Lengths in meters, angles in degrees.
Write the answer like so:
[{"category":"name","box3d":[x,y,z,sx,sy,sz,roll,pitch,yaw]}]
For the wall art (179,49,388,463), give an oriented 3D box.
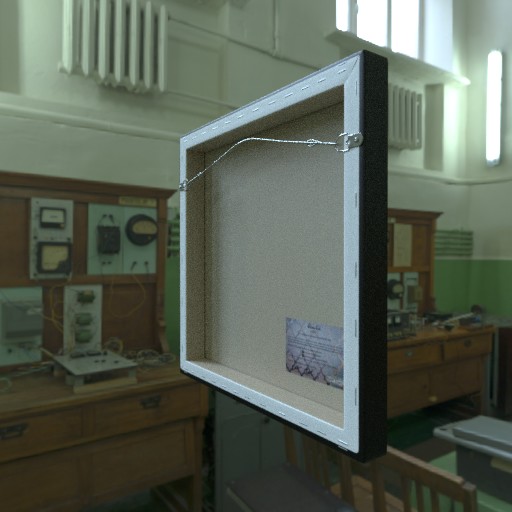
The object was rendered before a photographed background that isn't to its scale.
[{"category":"wall art","box3d":[0.000,0.000,0.605,0.041,0.407,0.406,0,1,-36]}]
